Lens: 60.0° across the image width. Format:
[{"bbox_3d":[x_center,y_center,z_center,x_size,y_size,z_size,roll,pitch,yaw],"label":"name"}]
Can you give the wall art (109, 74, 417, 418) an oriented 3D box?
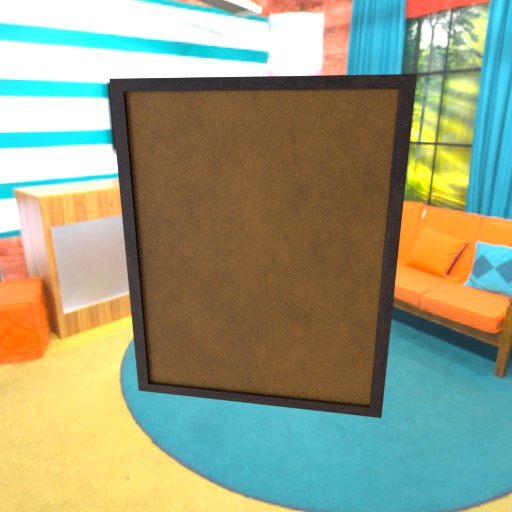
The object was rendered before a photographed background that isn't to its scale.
[{"bbox_3d":[0.000,0.000,0.541,0.329,0.406,0.027,3,18,10],"label":"wall art"}]
